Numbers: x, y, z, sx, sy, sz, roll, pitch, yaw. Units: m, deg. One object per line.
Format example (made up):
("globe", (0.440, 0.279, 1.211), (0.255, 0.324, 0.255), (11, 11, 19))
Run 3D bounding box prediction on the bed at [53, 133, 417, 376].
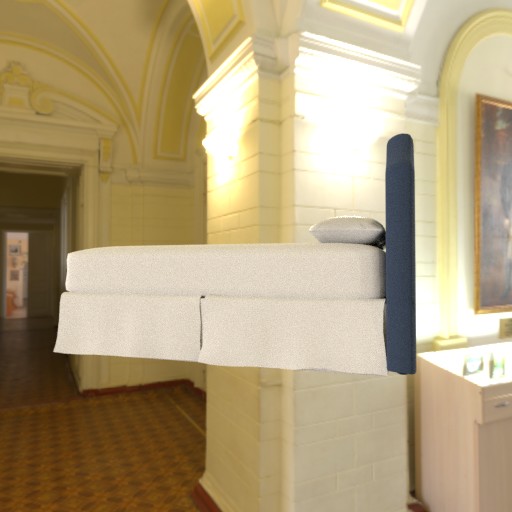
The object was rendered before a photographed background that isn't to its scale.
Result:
("bed", (0.000, 0.000, 3.387), (2.260, 1.297, 1.831), (0, -1, 19))
